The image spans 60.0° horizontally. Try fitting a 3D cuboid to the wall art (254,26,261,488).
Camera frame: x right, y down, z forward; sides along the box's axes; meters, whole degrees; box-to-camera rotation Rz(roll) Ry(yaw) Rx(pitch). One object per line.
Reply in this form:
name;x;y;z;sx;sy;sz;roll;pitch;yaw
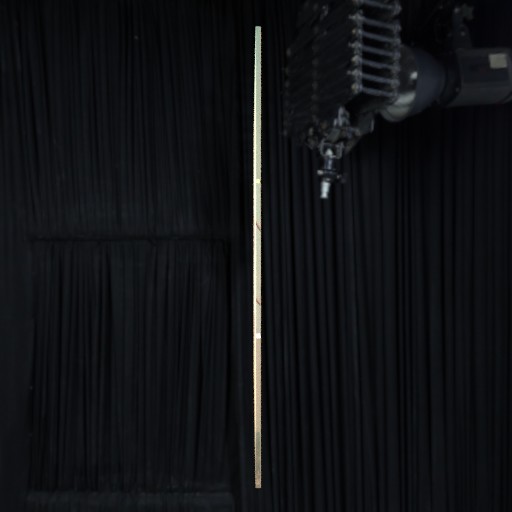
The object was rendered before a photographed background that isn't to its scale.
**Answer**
wall art;0.000;0.000;1.778;0.013;1.219;1.214;0;1;-1
